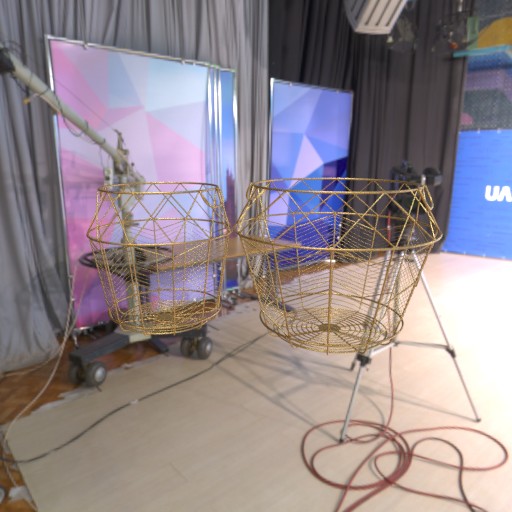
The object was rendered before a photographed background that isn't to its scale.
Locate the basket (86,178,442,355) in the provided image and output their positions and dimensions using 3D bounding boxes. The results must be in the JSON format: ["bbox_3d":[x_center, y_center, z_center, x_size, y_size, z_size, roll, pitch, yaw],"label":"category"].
[{"bbox_3d":[0.000,0.000,1.043,0.805,0.343,0.451,3,14,10],"label":"basket"}]
